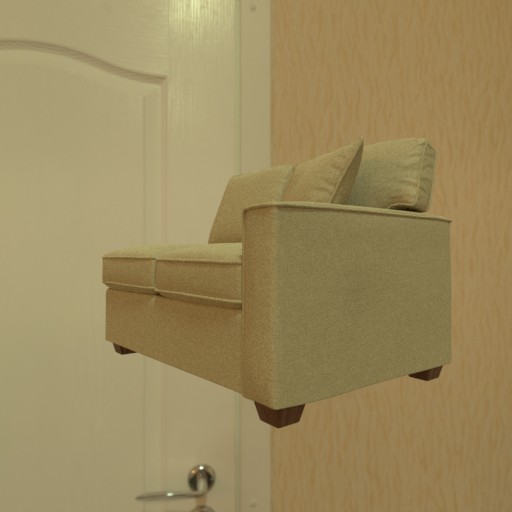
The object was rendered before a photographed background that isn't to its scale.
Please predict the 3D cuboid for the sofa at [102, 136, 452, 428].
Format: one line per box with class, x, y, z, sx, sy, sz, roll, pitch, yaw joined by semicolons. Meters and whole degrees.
sofa;0.000;0.000;2.046;0.991;0.989;1.388;0;0;-38
